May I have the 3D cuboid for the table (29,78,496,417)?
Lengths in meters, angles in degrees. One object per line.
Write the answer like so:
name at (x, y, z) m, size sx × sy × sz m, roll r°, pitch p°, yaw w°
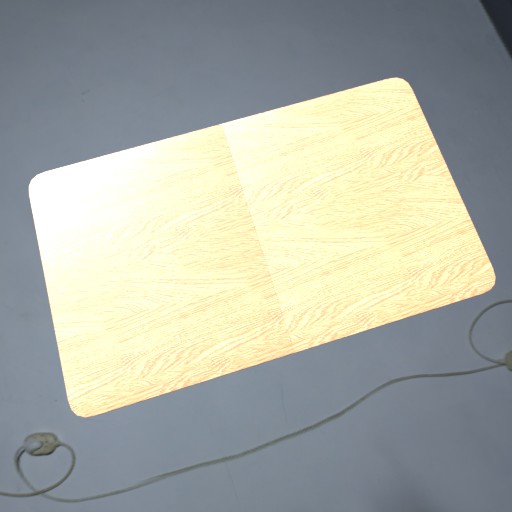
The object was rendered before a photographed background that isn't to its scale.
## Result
table at (0.000, 0.000, 2.057) m, size 1.600 × 0.770 × 0.950 m, roll -16°, pitch 76°, yaw -4°
